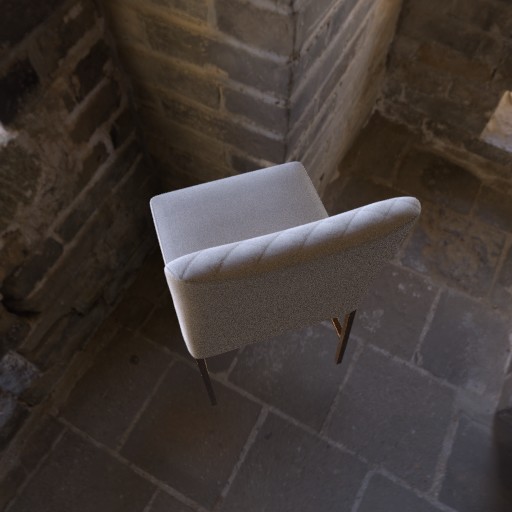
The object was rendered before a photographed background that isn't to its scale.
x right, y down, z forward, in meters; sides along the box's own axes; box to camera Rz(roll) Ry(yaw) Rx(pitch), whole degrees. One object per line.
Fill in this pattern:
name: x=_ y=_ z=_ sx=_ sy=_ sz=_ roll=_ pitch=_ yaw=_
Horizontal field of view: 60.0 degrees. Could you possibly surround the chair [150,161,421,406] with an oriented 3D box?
chair: x=0.000 y=0.000 z=1.252 sx=0.503 sy=0.933 sz=0.597 roll=-16 pitch=60 yaw=-9
